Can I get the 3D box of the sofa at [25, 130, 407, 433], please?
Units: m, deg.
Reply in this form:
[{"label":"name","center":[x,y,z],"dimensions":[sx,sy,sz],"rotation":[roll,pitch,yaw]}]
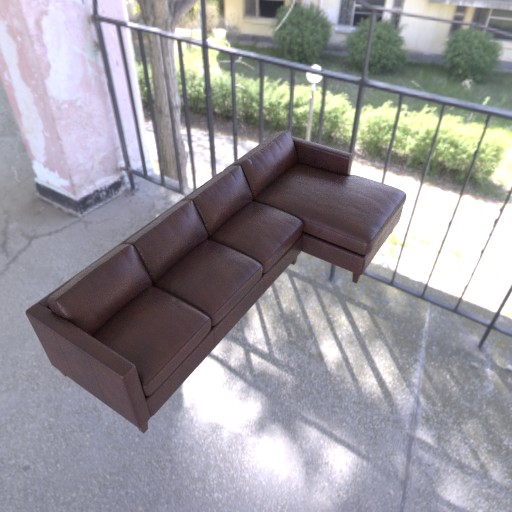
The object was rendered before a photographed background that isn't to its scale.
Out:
[{"label":"sofa","center":[0.000,0.000,3.809],"dimensions":[1.581,0.883,3.203],"rotation":[24,46,25]}]
